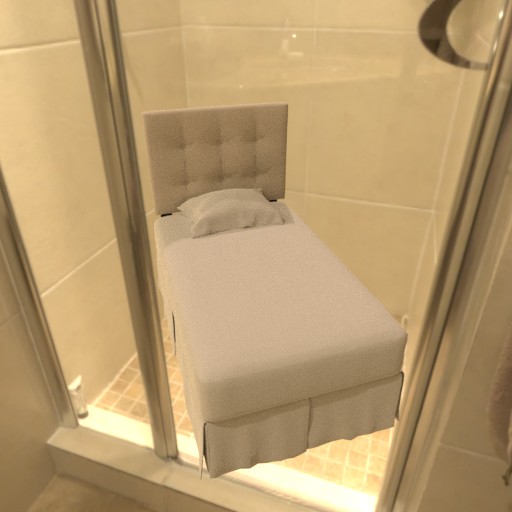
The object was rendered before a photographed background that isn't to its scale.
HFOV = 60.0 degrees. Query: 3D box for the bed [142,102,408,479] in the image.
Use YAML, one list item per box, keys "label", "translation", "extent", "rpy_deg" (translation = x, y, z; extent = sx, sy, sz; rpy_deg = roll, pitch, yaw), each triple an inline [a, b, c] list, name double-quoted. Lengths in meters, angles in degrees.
- label: "bed"
  translation: [0.000, 0.000, 2.991]
  extent: [1.261, 1.571, 1.997]
  rpy_deg: [-9, 32, -15]
